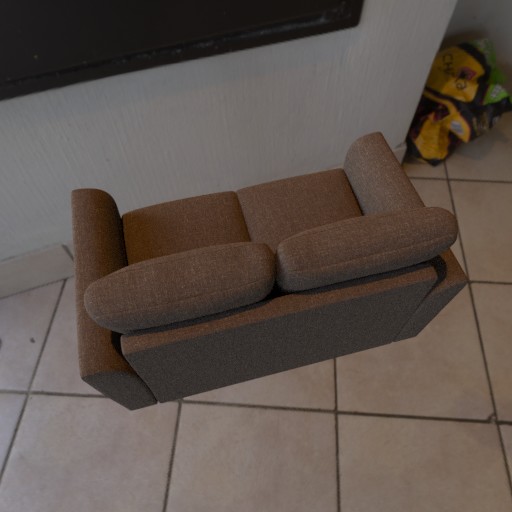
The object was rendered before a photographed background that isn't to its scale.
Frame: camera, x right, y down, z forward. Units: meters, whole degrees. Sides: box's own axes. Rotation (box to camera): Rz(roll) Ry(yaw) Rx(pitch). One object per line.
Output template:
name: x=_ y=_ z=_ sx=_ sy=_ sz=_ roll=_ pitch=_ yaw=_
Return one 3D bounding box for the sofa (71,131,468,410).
sofa: x=0.000 y=0.000 z=1.918 sx=1.423 sy=0.885 sz=0.851 roll=-13 pitch=59 yaw=-8
